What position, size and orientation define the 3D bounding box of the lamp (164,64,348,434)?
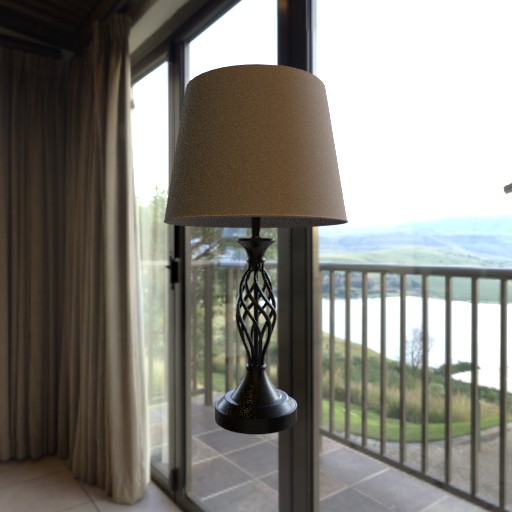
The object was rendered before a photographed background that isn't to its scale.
[{"bbox_3d":[0.000,0.000,0.810,0.331,0.594,0.331,0,1,0],"label":"lamp"}]
